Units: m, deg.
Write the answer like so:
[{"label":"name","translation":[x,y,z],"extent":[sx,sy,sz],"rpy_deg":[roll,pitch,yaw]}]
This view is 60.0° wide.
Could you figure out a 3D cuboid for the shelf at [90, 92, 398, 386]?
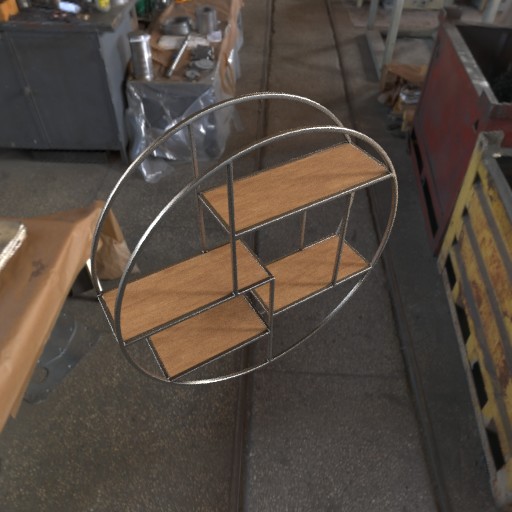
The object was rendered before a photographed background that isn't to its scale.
[{"label":"shelf","translation":[0.000,0.000,1.297],"extent":[0.888,0.888,0.202],"rpy_deg":[-23,50,-21]}]
